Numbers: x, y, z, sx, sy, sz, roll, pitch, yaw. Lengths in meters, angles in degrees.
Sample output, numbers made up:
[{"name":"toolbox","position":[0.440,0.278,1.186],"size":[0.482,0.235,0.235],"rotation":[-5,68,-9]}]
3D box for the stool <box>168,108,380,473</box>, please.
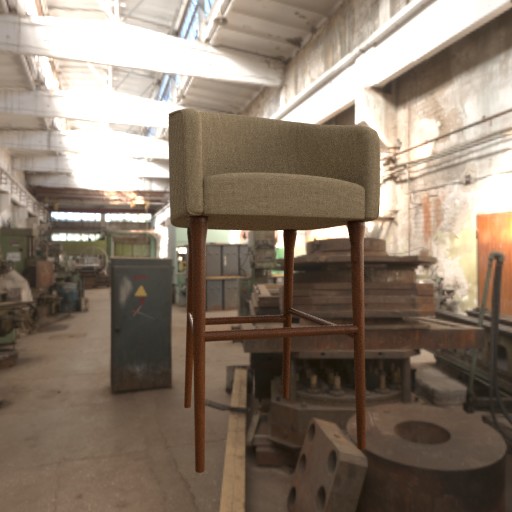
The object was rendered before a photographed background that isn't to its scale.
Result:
[{"name":"stool","position":[0.000,0.000,1.428],"size":[0.559,1.078,0.607],"rotation":[0,-1,-17]}]
